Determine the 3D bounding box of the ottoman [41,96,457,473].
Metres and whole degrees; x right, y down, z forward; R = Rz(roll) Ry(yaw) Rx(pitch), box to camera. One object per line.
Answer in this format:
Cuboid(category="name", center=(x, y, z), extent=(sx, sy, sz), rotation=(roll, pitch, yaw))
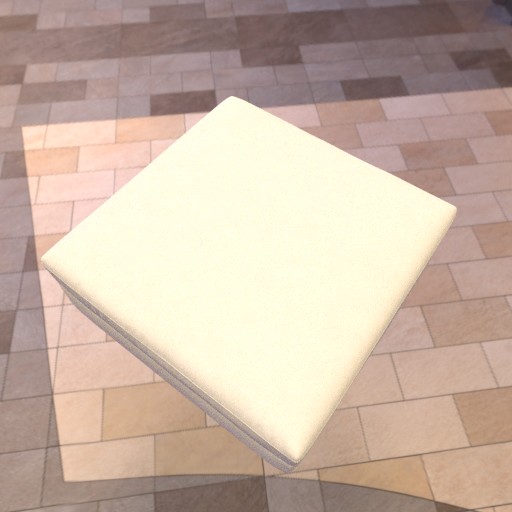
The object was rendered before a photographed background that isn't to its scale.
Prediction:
Cuboid(category="ottoman", center=(0.000, 0.000, 1.807), extent=(1.163, 0.482, 1.167), rotation=(32, 64, 18))
